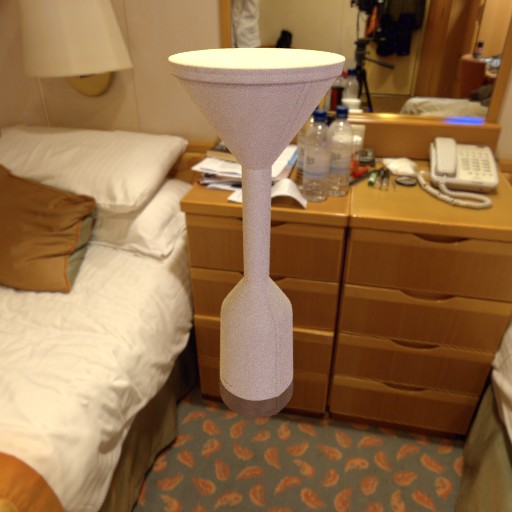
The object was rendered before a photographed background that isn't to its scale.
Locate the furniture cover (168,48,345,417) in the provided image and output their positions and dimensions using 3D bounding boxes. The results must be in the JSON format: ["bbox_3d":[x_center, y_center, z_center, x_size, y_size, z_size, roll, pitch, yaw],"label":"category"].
[{"bbox_3d":[0.000,0.000,2.914,0.914,2.413,0.914,-19,35,-29],"label":"furniture cover"}]
